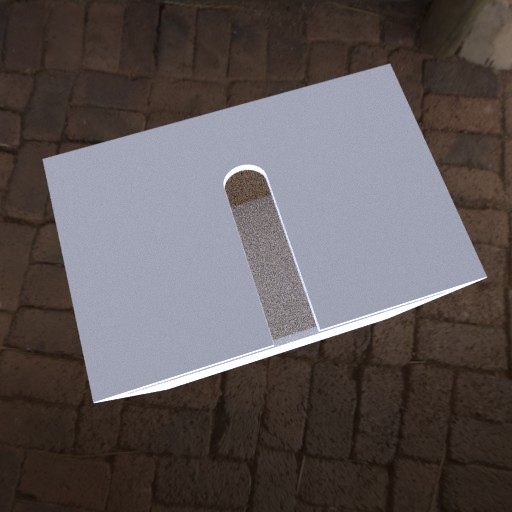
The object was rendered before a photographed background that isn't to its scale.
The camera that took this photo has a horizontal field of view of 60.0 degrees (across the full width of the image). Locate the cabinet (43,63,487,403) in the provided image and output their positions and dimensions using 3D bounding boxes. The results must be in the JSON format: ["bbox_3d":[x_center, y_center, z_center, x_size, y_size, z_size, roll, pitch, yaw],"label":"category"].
[{"bbox_3d":[0.000,0.000,0.941,0.600,0.522,0.400,-17,76,-4],"label":"cabinet"}]
